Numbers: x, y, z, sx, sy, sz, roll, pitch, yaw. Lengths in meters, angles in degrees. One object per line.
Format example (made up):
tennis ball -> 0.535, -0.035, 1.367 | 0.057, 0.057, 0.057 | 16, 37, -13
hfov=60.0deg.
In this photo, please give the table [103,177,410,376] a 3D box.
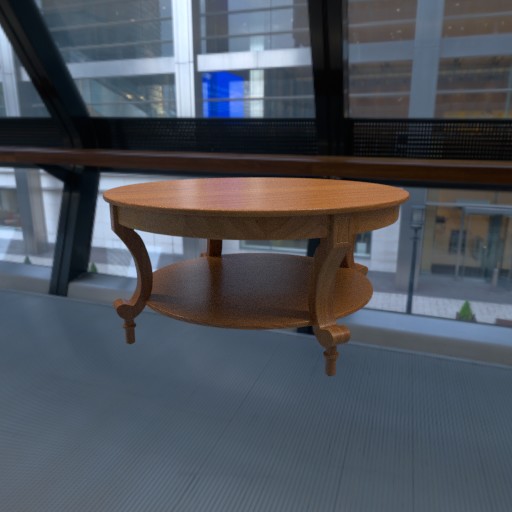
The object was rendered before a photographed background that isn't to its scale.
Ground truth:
table -> 0.000, 0.000, 1.620 | 1.029, 0.490, 1.029 | 0, 14, 0
